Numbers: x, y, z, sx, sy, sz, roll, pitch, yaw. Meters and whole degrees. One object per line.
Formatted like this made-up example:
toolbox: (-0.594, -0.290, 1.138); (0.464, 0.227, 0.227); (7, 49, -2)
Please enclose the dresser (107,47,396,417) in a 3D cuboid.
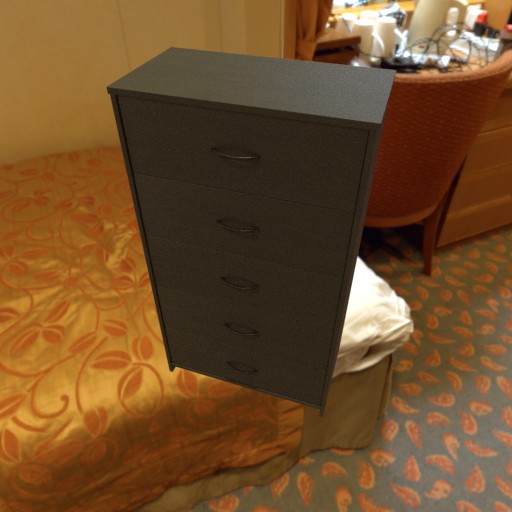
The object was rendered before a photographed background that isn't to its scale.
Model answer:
dresser: (0.000, 0.000, 1.603); (0.704, 1.255, 0.399); (12, 42, 14)
